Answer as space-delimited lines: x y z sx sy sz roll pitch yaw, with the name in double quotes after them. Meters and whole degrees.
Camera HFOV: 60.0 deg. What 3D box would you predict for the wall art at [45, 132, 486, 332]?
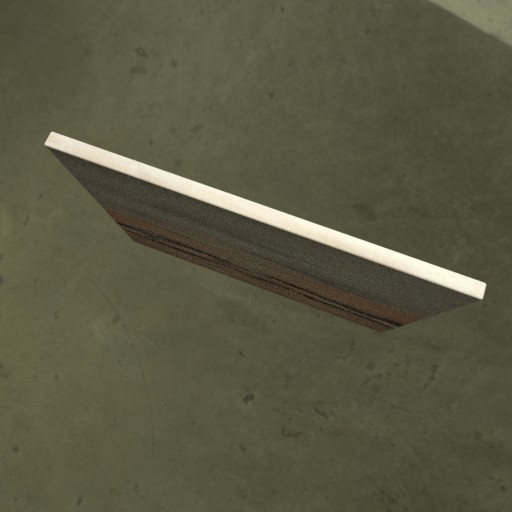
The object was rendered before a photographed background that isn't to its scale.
0.000 0.000 1.332 1.015 0.763 0.038 20 76 5 "wall art"
